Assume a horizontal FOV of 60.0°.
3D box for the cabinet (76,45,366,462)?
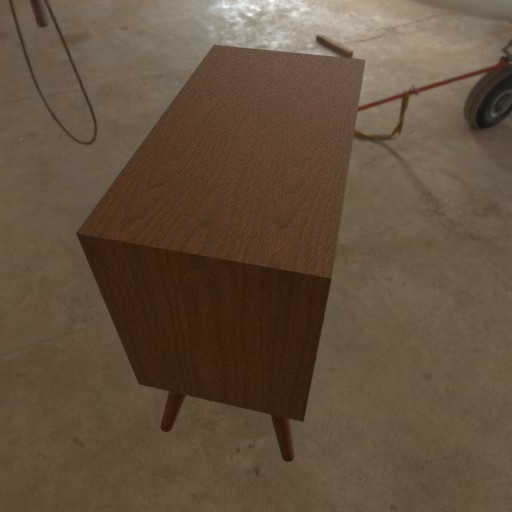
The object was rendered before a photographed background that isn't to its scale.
[{"bbox_3d":[0.000,0.000,1.142,0.388,0.748,0.712,10,48,9],"label":"cabinet"}]
